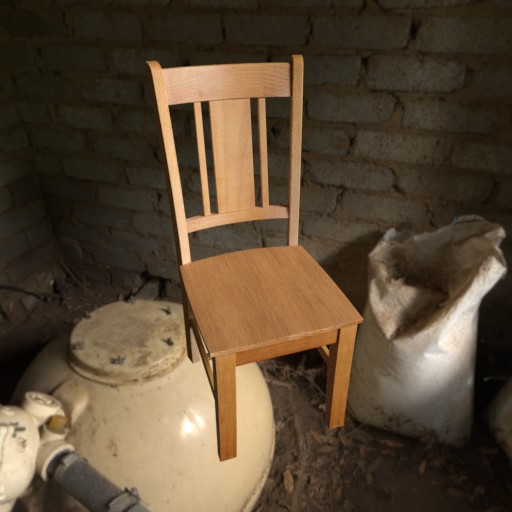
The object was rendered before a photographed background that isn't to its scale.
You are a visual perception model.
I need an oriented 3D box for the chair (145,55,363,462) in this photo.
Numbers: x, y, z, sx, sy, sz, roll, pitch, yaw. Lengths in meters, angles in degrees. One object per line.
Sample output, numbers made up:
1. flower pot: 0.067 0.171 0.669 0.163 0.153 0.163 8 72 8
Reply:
1. chair: 0.000 0.000 1.284 0.450 0.998 0.556 -10 32 -16
